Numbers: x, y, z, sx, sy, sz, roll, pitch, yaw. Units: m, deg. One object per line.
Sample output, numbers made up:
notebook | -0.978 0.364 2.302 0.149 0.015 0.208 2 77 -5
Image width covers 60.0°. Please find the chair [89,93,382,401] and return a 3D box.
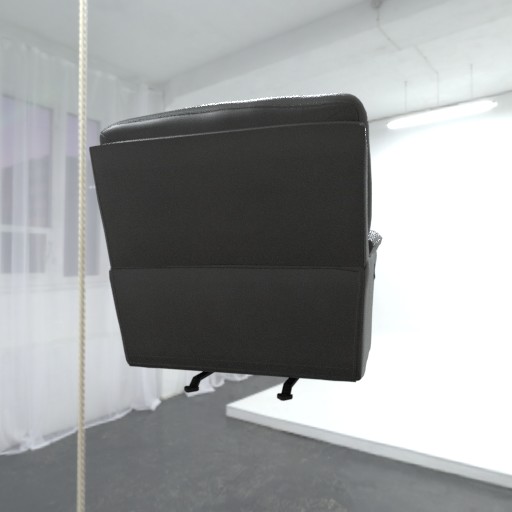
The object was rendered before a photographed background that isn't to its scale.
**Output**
chair | 0.000 0.000 2.001 1.096 1.109 1.087 -1 -2 16
